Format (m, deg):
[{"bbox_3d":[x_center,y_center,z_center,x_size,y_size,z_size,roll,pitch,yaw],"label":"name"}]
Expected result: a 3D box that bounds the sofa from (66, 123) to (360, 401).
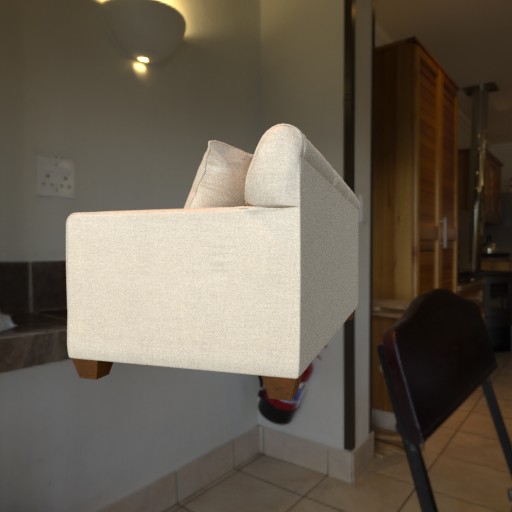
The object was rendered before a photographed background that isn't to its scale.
[{"bbox_3d":[0.000,0.000,2.544,0.997,0.958,2.024,0,1,18],"label":"sofa"}]
